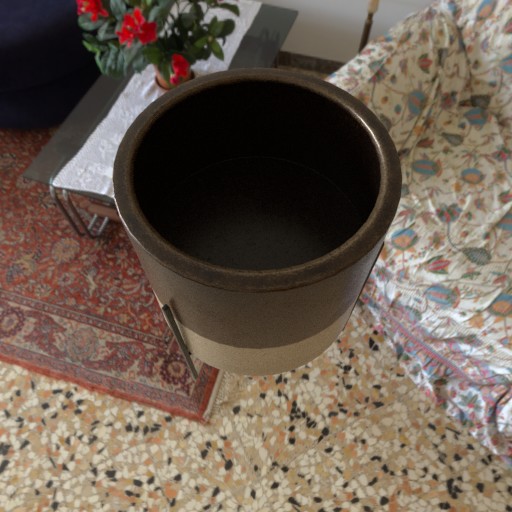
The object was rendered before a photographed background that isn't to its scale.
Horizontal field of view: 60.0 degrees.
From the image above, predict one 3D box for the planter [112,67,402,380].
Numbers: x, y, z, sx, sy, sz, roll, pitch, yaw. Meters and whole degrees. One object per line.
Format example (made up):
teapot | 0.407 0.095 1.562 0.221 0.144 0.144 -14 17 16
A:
planter | 0.000 0.000 0.727 0.345 0.465 0.354 -16 61 -9
